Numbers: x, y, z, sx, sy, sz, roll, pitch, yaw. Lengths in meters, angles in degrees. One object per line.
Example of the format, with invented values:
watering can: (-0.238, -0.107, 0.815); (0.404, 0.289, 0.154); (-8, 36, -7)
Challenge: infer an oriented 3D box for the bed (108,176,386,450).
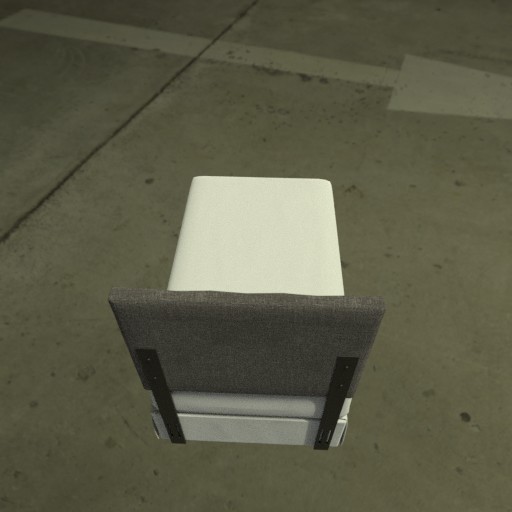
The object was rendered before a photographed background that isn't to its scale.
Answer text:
bed: (0.000, 0.000, 3.017); (1.261, 1.571, 1.997); (2, 48, 2)
